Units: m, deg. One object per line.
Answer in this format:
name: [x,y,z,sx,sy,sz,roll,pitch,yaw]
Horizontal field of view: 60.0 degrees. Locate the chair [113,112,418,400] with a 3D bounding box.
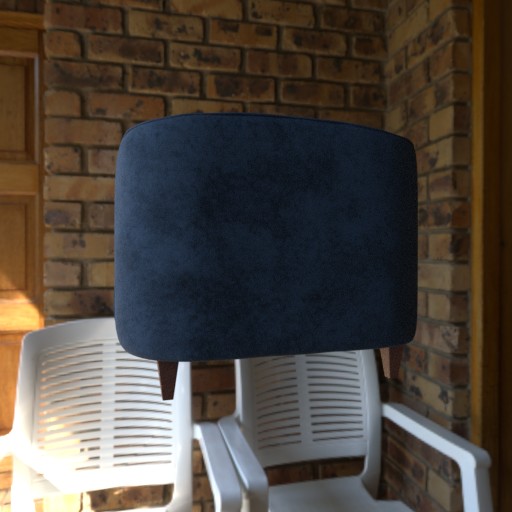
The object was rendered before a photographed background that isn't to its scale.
chair: [0.000,0.000,1.781,1.094,0.852,0.940,0,0,-18]
